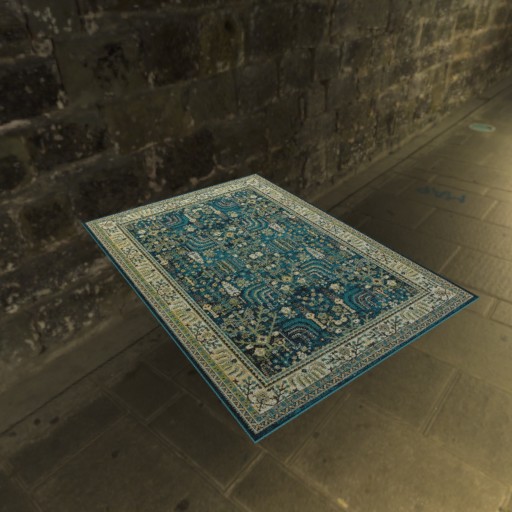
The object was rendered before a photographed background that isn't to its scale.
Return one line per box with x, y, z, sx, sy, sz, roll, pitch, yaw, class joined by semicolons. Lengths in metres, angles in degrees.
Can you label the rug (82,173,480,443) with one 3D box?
0.000;0.000;2.923;1.594;0.013;2.213;-22;39;-29;rug
